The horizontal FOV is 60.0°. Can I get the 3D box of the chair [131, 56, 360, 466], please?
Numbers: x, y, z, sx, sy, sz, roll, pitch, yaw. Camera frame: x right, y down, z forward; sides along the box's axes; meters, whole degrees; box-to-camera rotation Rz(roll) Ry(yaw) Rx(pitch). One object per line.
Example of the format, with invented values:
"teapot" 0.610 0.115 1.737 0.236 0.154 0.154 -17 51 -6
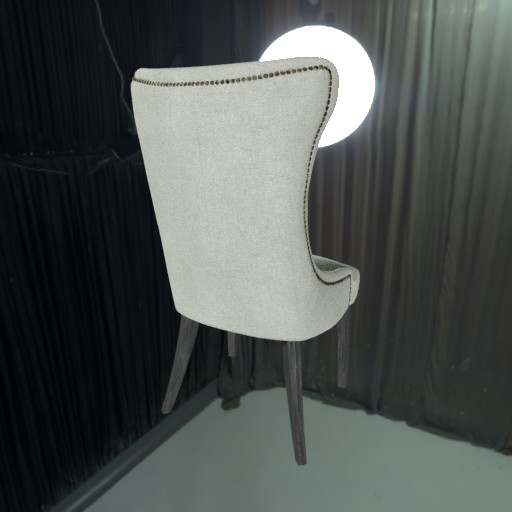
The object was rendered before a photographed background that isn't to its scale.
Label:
"chair" 0.000 0.000 1.375 0.584 1.065 0.590 9 19 27
